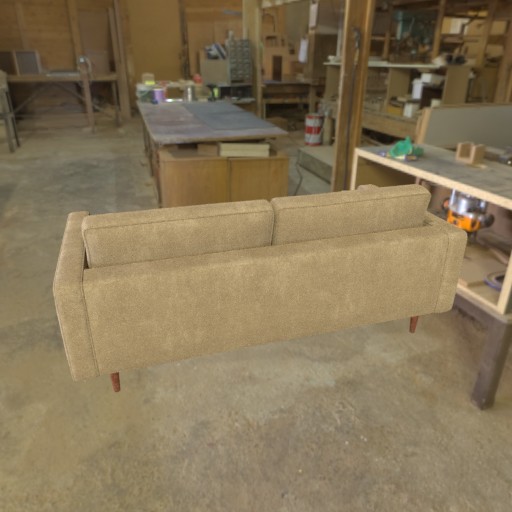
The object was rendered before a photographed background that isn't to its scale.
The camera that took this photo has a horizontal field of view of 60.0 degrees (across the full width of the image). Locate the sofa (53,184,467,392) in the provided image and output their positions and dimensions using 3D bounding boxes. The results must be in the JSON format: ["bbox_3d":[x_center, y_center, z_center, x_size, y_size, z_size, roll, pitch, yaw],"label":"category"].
[{"bbox_3d":[0.000,0.000,2.328,1.883,0.769,0.920,-8,26,-15],"label":"sofa"}]
